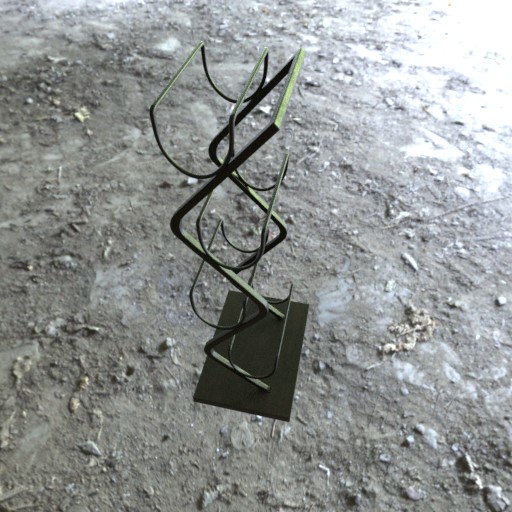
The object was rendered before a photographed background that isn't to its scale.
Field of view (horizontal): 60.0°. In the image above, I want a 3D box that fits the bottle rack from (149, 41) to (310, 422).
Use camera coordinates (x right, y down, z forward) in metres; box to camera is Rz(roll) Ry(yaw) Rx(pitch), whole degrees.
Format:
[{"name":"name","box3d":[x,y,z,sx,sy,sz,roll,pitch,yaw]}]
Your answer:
[{"name":"bottle rack","box3d":[0.000,0.000,0.675,0.178,0.559,0.254,9,48,8]}]
